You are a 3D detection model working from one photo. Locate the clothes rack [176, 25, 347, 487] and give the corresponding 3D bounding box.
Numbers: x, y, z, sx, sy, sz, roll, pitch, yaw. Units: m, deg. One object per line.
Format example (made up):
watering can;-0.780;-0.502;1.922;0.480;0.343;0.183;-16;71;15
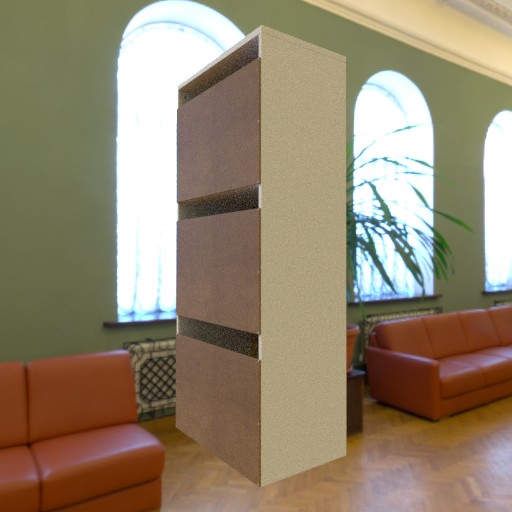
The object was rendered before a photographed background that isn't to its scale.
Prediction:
clothes rack;0.000;0.000;1.434;0.331;1.187;0.500;0;0;-36
